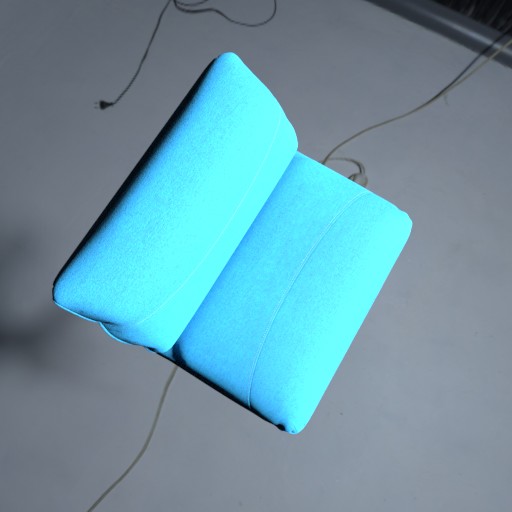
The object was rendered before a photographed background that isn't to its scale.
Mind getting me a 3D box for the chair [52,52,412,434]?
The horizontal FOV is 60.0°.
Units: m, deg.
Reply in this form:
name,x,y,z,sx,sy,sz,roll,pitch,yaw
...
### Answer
name,x,y,z,sx,sy,sz,roll,pitch,yaw
chair,0.000,0.000,1.345,0.780,0.580,0.820,30,79,7
